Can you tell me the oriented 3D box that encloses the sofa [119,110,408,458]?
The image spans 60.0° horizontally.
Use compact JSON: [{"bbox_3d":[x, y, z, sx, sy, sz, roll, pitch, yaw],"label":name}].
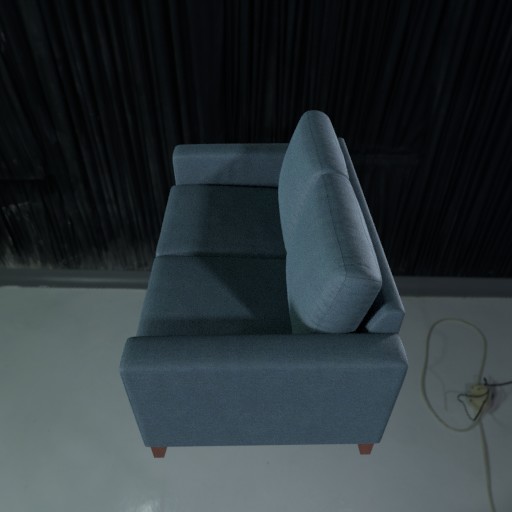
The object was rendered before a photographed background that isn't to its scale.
[{"bbox_3d":[0.000,0.000,2.053,0.955,0.903,1.489,-1,41,-1],"label":"sofa"}]
